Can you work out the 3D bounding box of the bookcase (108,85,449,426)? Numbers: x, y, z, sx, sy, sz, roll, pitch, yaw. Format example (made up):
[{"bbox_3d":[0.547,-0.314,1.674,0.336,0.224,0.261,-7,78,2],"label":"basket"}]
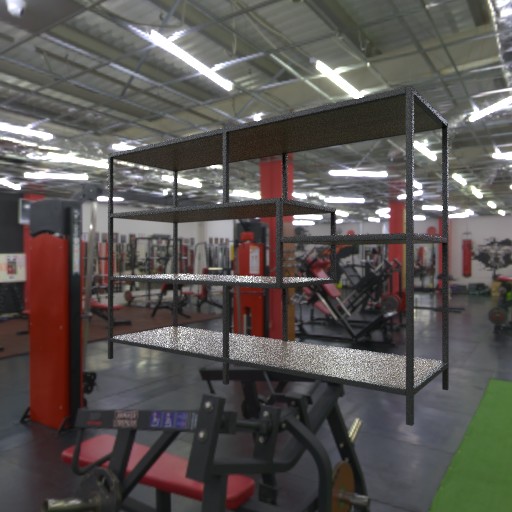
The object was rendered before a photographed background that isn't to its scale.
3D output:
[{"bbox_3d":[0.000,0.000,1.491,1.140,0.780,0.350,0,0,36],"label":"bookcase"}]
